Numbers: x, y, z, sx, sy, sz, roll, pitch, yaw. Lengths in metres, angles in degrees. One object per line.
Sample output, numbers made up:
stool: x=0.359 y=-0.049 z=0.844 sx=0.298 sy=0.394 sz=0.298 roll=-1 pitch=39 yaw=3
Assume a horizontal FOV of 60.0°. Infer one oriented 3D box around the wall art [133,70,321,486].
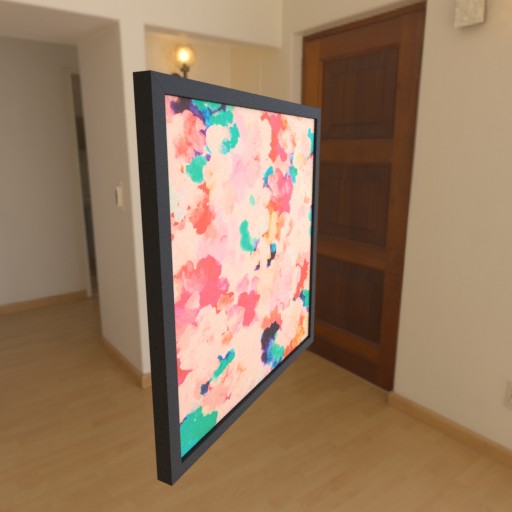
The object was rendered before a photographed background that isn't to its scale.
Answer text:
wall art: x=0.000 y=0.000 z=0.446 sx=0.015 sy=0.304 sz=0.306 roll=7 pitch=15 yaw=27
